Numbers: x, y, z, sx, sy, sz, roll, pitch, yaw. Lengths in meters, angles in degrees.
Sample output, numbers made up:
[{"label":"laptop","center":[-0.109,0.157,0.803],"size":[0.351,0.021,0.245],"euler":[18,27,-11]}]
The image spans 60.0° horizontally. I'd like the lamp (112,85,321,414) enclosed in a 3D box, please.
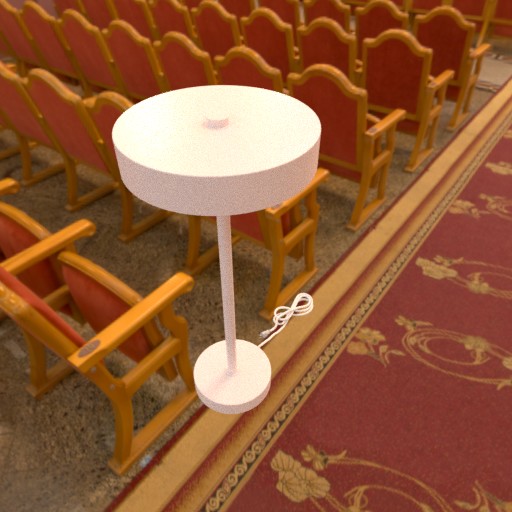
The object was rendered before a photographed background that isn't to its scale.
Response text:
[{"label":"lamp","center":[0.000,0.000,0.696],"size":[0.229,0.508,0.369],"euler":[26,48,27]}]
